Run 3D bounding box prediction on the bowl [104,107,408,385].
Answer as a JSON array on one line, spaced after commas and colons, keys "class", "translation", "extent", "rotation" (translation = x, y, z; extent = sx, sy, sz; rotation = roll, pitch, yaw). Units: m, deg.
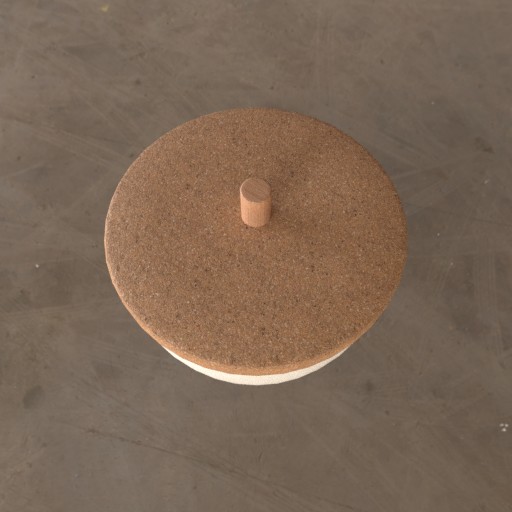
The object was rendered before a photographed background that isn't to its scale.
[{"class": "bowl", "translation": [0.000, 0.000, 0.216], "extent": [0.126, 0.110, 0.126], "rotation": [0, 63, 0]}]
